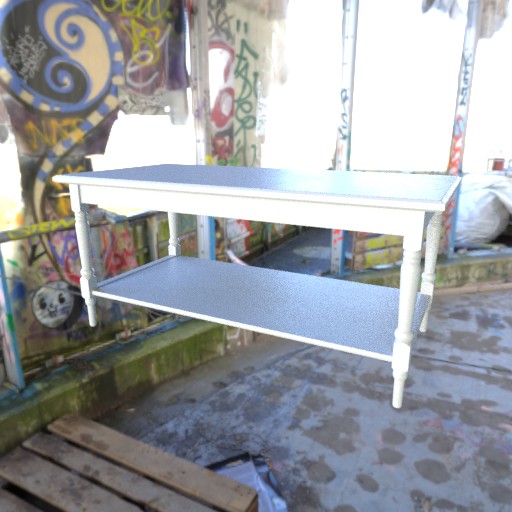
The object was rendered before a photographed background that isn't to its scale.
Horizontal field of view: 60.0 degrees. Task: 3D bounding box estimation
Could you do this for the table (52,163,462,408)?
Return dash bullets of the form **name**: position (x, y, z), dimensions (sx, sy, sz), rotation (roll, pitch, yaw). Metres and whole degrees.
- **table**: position (0.000, 0.000, 1.408), dimensions (1.109, 0.506, 0.551), rotation (8, 18, 26)
